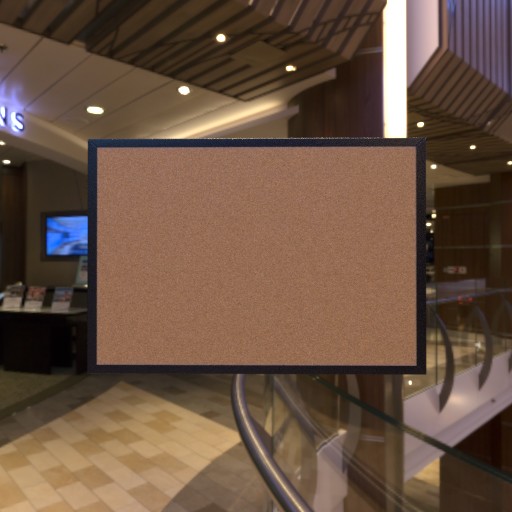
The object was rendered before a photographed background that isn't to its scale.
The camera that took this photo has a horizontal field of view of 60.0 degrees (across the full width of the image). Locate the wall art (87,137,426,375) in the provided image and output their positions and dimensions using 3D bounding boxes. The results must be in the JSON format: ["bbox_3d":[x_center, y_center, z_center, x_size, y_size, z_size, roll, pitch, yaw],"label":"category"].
[{"bbox_3d":[0.000,0.000,0.581,0.440,0.306,0.013,0,0,1],"label":"wall art"}]
